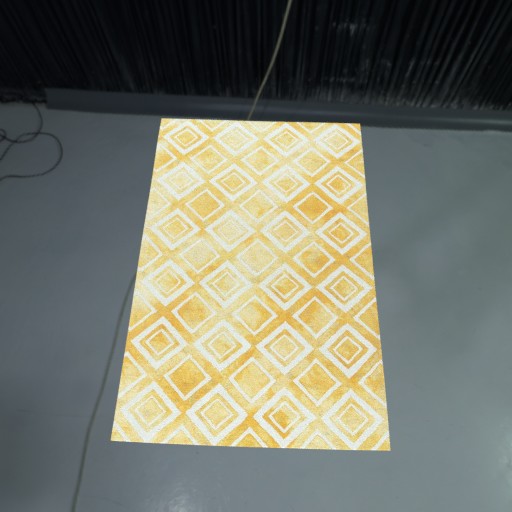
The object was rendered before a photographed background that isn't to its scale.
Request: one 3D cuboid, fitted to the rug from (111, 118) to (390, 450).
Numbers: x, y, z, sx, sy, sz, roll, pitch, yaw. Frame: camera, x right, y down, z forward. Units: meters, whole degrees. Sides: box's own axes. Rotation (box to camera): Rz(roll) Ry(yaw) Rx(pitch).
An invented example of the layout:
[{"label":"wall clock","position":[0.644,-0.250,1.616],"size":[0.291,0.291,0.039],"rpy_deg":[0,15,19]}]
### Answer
[{"label":"rug","position":[0.000,0.000,2.309],"size":[1.213,0.010,1.829],"rpy_deg":[2,64,1]}]
